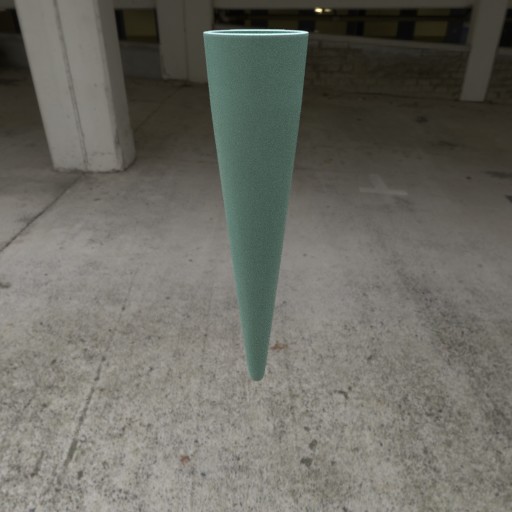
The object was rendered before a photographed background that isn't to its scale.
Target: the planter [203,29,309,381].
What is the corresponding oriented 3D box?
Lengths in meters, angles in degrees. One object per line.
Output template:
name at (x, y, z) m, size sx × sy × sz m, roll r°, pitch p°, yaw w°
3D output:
planter at (0.000, 0.000, 0.295) m, size 0.054 × 0.268 × 0.055 m, roll 1°, pitch 30°, yaw 2°
